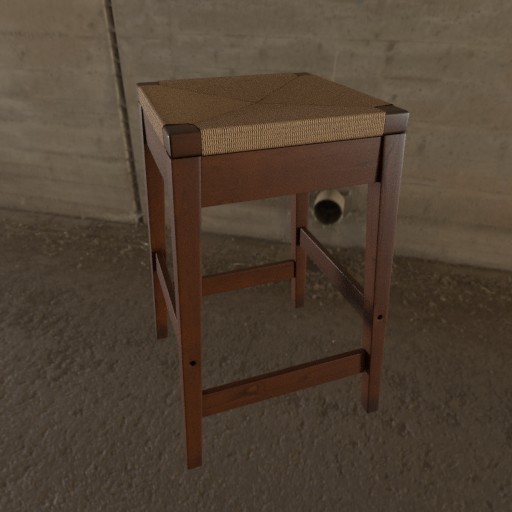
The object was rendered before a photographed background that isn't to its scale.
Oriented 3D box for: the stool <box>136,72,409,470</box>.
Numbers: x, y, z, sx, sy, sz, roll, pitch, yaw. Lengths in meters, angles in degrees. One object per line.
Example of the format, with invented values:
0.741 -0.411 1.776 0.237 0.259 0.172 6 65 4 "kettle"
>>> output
0.000 0.000 1.088 0.507 0.762 0.497 -10 33 -16 "stool"
